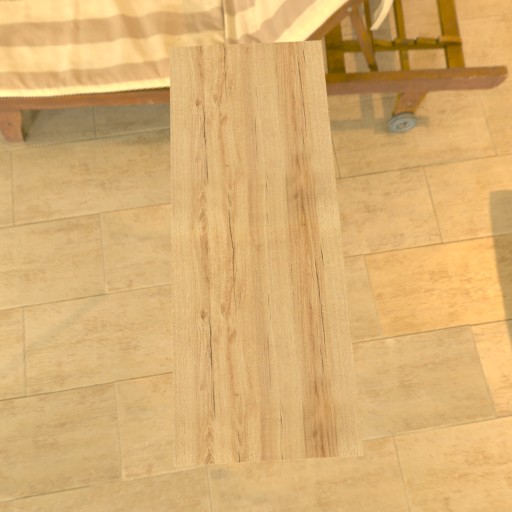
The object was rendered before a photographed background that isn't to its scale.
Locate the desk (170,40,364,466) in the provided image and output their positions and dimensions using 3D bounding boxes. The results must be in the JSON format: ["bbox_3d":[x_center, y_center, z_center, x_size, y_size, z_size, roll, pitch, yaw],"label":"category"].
[{"bbox_3d":[0.000,0.000,1.811,0.550,0.760,1.400,-3,77,-1],"label":"desk"}]
